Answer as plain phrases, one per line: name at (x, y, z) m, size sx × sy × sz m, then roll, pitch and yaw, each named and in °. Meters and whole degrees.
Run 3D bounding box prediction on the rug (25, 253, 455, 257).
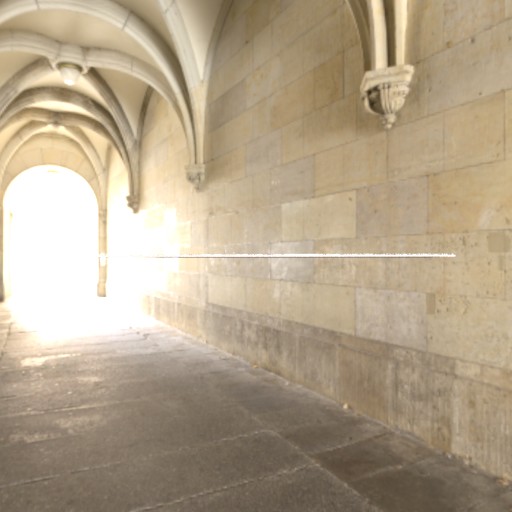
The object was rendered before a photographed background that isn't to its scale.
rug at (0.000, 0.000, 3.974) m, size 3.063 × 0.024 × 2.158 m, roll 0°, pitch 0°, yaw 18°
